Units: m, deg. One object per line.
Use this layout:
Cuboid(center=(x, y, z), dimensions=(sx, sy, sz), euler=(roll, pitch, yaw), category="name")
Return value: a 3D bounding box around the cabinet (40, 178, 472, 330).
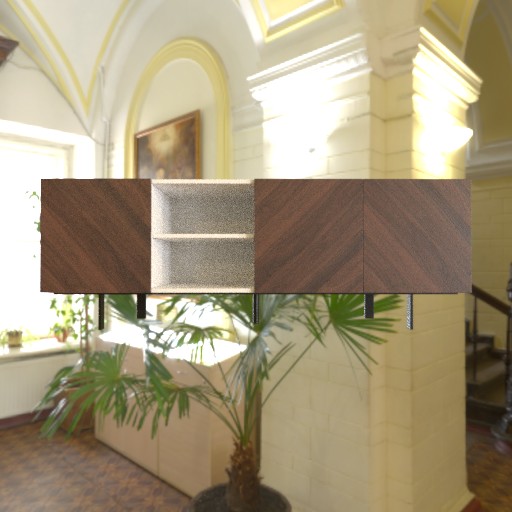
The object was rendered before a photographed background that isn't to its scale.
Cuboid(center=(0.000, 0.000, 1.754), dimensions=(1.499, 0.533, 0.431), euler=(0, -1, 0), category="cabinet")
